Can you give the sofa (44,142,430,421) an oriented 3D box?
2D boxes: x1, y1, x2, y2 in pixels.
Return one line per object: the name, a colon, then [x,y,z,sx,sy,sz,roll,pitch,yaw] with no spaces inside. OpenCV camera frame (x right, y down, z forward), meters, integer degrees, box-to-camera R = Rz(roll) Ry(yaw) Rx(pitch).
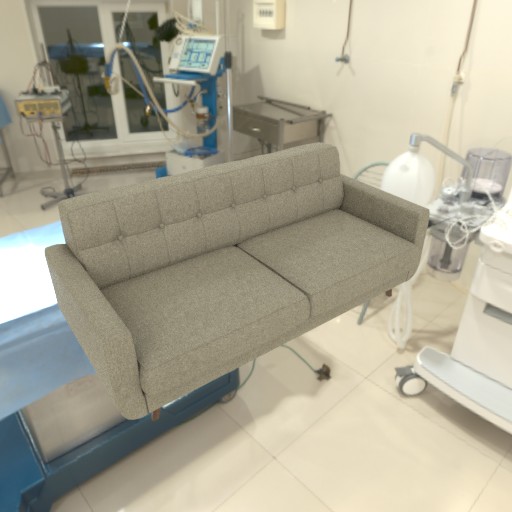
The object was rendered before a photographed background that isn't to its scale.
sofa: [0.000,0.000,2.575,2.055,0.873,0.968,-20,36,-31]
